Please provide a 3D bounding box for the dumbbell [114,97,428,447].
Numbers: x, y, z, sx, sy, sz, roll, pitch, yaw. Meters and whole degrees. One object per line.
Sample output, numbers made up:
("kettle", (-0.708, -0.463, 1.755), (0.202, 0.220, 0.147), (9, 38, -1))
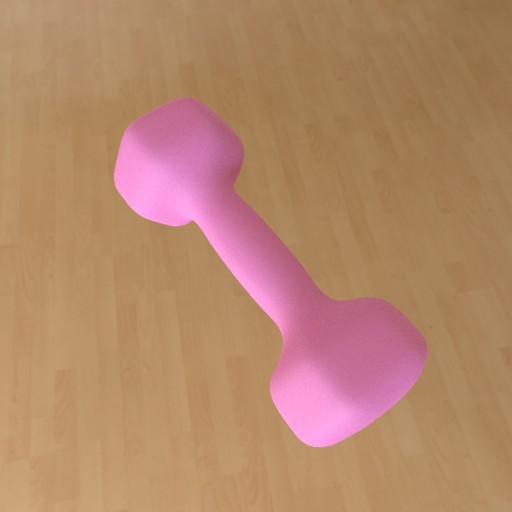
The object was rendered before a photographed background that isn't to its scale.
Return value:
("dumbbell", (0.000, 0.000, 0.191), (0.064, 0.058, 0.159), (-33, 69, -15))
